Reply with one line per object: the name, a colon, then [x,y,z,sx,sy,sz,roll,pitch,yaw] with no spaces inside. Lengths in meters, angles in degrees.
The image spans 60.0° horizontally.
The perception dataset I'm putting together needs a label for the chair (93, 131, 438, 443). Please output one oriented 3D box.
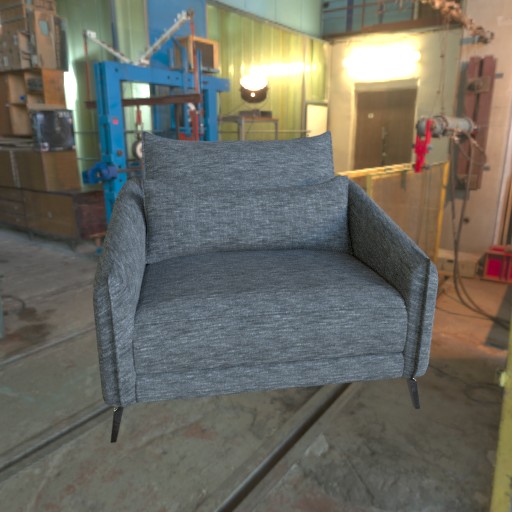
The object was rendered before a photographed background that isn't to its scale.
chair: [0.000,0.000,1.545,1.004,0.842,0.805,-3,16,-9]
